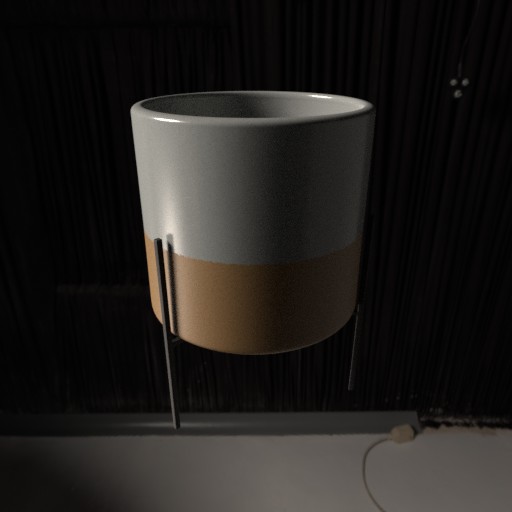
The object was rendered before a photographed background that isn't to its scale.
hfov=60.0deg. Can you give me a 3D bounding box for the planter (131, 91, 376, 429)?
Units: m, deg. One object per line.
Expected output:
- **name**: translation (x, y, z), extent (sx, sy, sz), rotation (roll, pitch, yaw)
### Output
- **planter**: translation (0.000, 0.000, 0.652), extent (0.310, 0.432, 0.310), rotation (-1, 25, -1)
